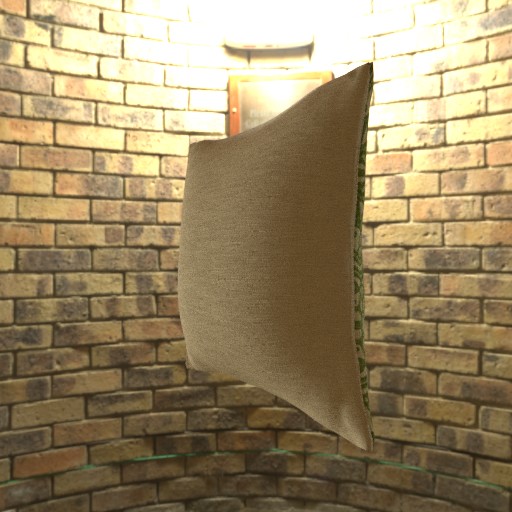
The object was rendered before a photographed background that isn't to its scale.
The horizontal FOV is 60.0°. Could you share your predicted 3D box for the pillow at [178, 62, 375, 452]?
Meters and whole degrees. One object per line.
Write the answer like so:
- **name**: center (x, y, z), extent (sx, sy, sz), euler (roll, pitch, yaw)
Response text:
- **pillow**: center (0.000, 0.000, 0.650), extent (0.162, 0.419, 0.440), euler (0, 0, -35)
